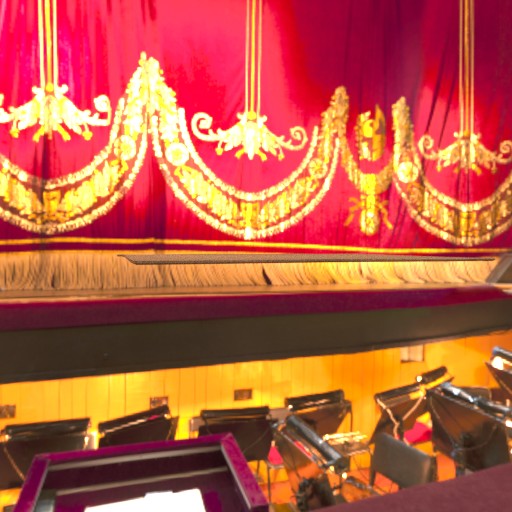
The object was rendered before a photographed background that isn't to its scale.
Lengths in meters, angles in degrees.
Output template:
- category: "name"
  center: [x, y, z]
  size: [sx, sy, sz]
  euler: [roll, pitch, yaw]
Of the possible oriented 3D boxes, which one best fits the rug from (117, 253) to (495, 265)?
- category: "rug"
  center: [0.000, 0.000, 4.949]
  size: [2.873, 0.053, 3.778]
  euler: [0, 1, -19]
